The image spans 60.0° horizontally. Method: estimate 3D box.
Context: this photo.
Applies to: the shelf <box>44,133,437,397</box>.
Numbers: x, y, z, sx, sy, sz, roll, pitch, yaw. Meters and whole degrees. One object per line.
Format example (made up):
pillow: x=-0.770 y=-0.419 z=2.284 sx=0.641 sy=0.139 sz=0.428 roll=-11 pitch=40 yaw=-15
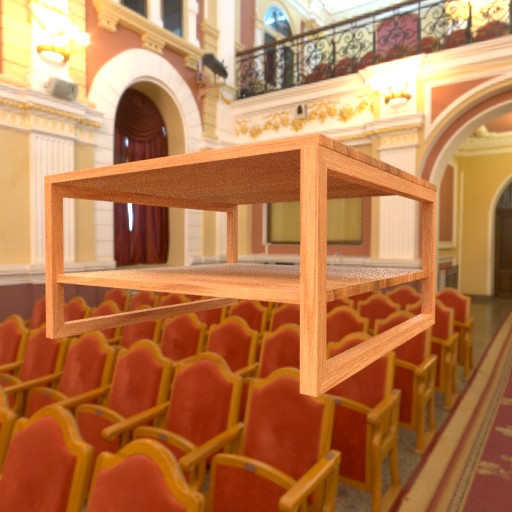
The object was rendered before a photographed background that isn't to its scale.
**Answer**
shelf: x=0.000 y=0.000 z=1.427 sx=0.899 sy=0.480 sz=0.899 roll=1 pitch=2 yaw=35
